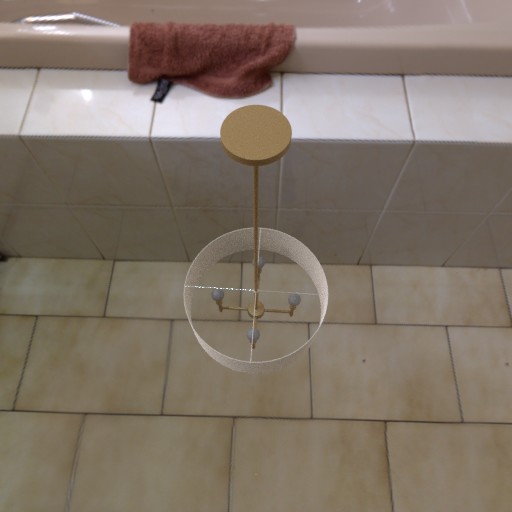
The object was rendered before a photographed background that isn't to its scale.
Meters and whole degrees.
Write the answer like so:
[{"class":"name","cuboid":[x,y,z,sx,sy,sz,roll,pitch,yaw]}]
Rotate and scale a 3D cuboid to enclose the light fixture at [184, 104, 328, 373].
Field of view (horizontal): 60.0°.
[{"class":"light fixture","cuboid":[0.000,0.000,1.315,0.508,1.067,0.508,0,64,0]}]
